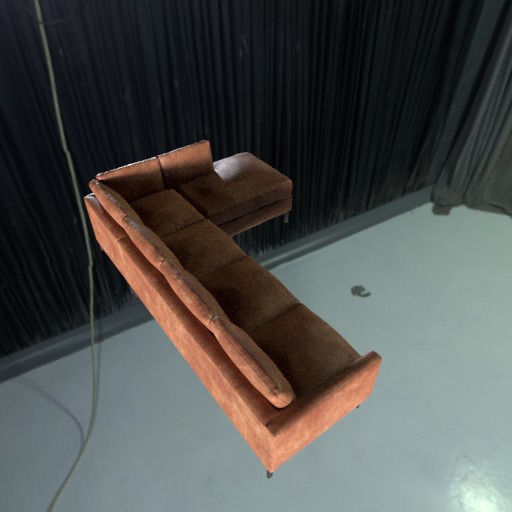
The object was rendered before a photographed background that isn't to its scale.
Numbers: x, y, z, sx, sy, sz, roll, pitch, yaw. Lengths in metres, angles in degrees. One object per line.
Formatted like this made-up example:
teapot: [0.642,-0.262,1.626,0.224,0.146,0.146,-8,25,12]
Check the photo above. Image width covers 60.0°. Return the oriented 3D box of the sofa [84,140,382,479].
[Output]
sofa: [0.000,0.000,3.891,1.938,0.877,2.984,-26,47,-27]
